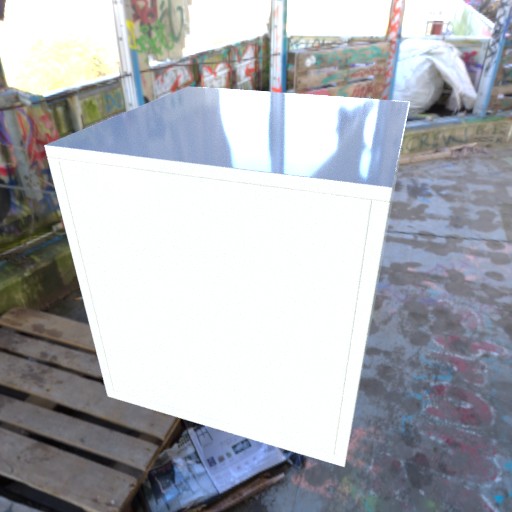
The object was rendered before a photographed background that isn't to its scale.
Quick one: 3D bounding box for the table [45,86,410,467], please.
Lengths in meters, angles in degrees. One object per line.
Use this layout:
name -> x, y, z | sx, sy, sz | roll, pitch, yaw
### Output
table -> 0.000, 0.000, 0.776 | 0.420, 0.470, 0.400 | 10, 33, 16
